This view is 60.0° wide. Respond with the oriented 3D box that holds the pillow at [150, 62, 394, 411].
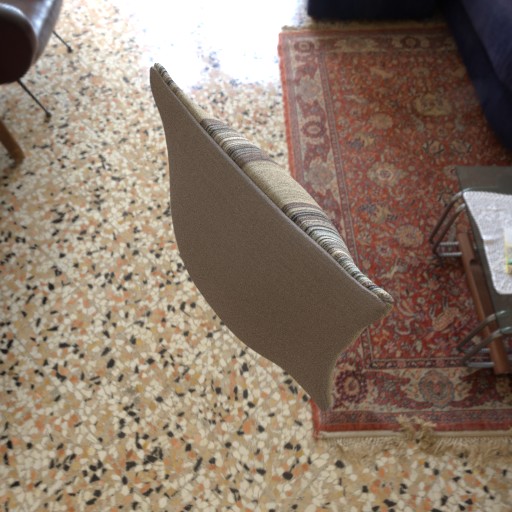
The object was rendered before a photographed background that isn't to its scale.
[{"bbox_3d":[0.000,0.000,0.664,0.189,0.416,0.435,-32,64,-18],"label":"pillow"}]
